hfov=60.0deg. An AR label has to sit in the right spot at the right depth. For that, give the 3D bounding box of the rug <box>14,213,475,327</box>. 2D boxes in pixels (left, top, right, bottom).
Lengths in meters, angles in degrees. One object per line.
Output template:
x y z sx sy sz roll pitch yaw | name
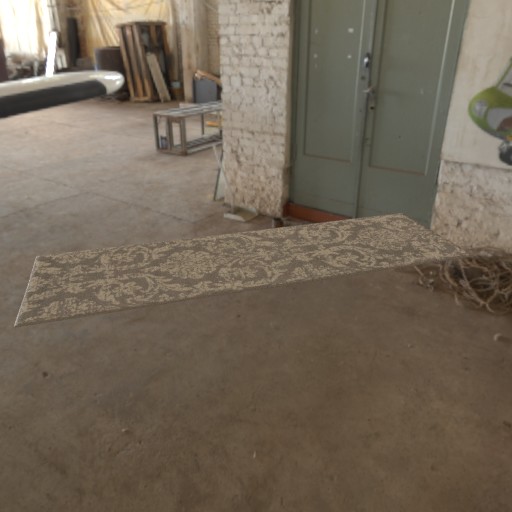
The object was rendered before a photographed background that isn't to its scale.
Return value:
0.000 0.000 2.319 2.196 0.011 0.662 -8 27 -15 | rug
